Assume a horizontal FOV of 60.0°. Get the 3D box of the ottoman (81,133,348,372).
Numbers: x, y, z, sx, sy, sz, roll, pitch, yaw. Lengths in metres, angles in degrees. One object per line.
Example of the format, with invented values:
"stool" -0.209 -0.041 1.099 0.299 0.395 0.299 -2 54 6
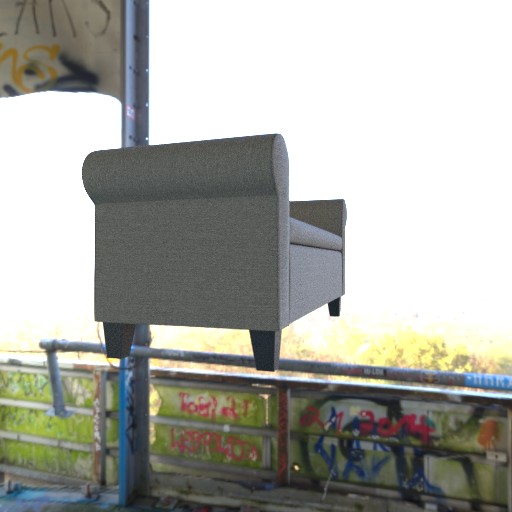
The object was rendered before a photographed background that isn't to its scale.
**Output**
"ottoman" 0.000 0.000 1.619 0.521 0.547 1.256 0 -1 19
